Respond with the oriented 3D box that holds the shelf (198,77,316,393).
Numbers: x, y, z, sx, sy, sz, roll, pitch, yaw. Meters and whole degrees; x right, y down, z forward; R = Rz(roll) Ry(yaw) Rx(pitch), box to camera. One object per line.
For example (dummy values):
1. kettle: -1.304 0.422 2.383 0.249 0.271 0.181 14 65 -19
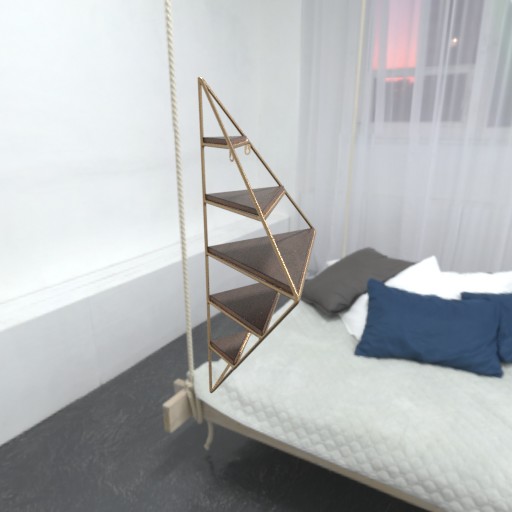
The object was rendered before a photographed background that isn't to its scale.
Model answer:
1. shelf: 0.000 0.000 1.212 0.294 0.913 0.564 3 18 10
